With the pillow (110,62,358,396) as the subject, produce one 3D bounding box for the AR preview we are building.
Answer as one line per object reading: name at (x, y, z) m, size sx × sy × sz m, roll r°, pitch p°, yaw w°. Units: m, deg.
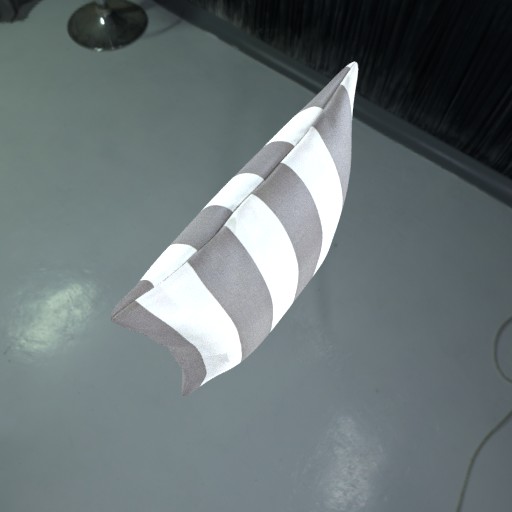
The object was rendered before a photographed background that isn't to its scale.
pillow at (0.000, 0.000, 0.807) m, size 0.192 × 0.507 × 0.522 m, roll 34°, pitch 68°, yaw 16°
